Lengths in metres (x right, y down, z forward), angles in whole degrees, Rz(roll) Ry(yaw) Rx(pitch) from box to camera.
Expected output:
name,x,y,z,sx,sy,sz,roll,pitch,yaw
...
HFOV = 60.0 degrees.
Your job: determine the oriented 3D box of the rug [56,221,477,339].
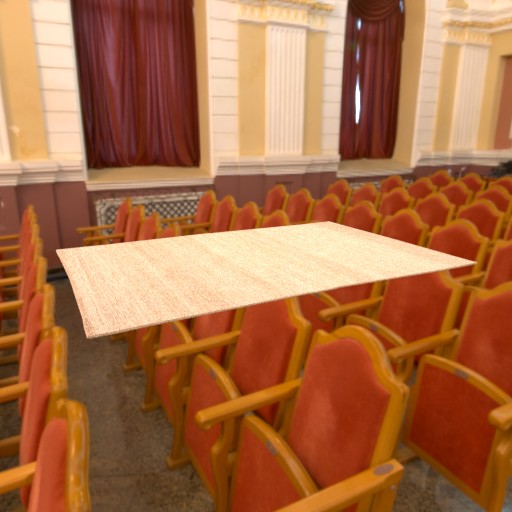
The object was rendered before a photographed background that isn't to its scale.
name,x,y,z,sx,sy,sz,roll,pitch,yaw
rug,0.000,0.000,2.949,2.346,0.029,1.574,-8,17,-26
